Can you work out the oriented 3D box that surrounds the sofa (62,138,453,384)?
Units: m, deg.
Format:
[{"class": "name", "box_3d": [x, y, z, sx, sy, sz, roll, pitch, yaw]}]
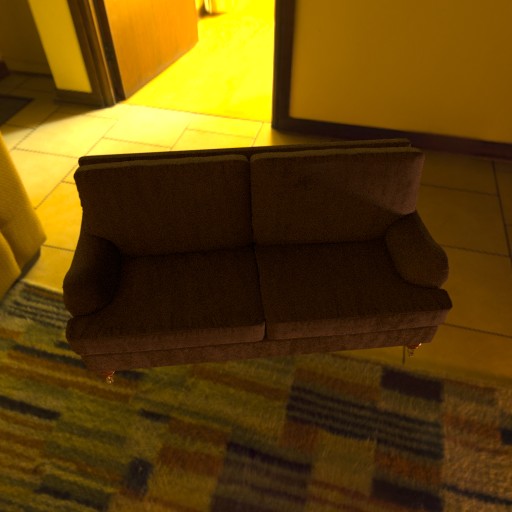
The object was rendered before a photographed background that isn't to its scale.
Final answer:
[{"class": "sofa", "box_3d": [0.000, 0.000, 2.752, 2.165, 1.087, 1.086, -4, 47, -4]}]
